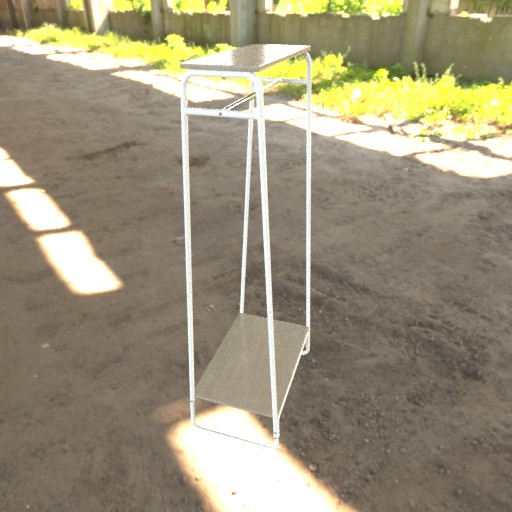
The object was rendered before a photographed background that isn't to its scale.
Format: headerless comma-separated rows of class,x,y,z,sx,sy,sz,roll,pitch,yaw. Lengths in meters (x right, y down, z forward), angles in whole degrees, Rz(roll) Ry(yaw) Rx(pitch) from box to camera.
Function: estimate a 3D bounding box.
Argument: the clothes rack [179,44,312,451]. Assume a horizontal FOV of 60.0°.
clothes rack,0.000,0.000,1.809,0.400,1.512,0.640,9,31,16
